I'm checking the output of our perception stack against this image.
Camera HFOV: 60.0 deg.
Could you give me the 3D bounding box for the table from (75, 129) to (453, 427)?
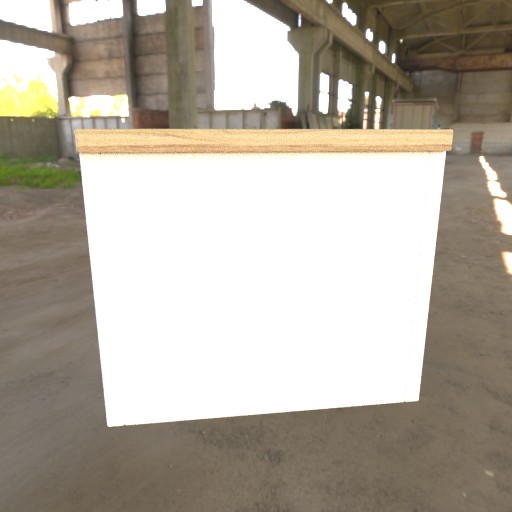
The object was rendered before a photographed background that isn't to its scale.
[{"bbox_3d":[0.000,0.000,0.806,0.500,0.440,0.360,-2,16,-8],"label":"table"}]
